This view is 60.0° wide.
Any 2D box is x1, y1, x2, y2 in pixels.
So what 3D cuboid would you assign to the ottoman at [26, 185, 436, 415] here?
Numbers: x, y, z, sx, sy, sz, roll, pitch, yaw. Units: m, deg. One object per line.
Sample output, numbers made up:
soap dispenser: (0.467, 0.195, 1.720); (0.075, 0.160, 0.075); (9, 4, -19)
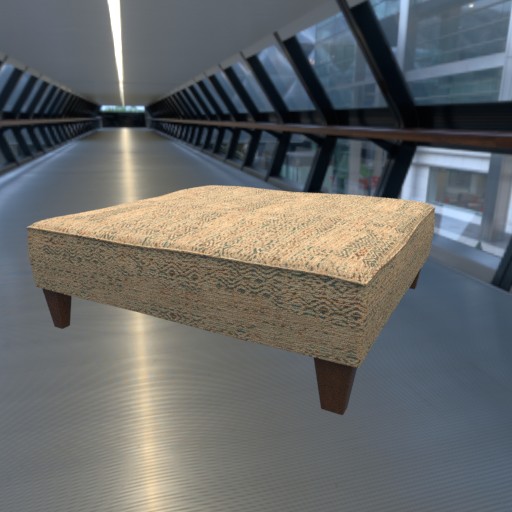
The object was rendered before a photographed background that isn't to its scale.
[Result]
ottoman: (0.000, 0.000, 1.492); (1.004, 0.356, 0.968); (9, 18, 27)
